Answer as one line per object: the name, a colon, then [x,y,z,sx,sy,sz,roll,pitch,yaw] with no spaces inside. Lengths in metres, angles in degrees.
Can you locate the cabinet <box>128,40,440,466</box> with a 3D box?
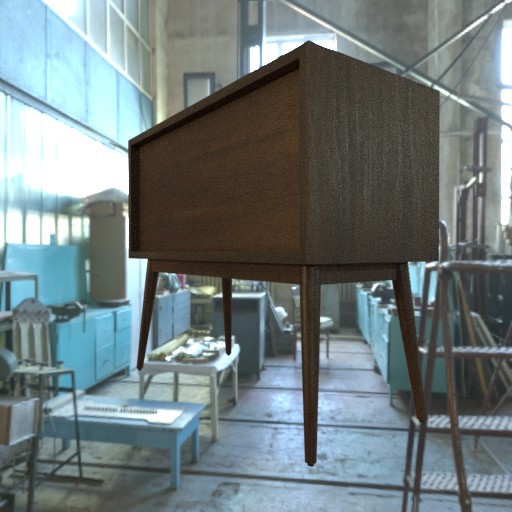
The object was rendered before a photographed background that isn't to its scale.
cabinet: [0.000,0.000,1.071,0.354,0.654,0.743,0,1,-37]
